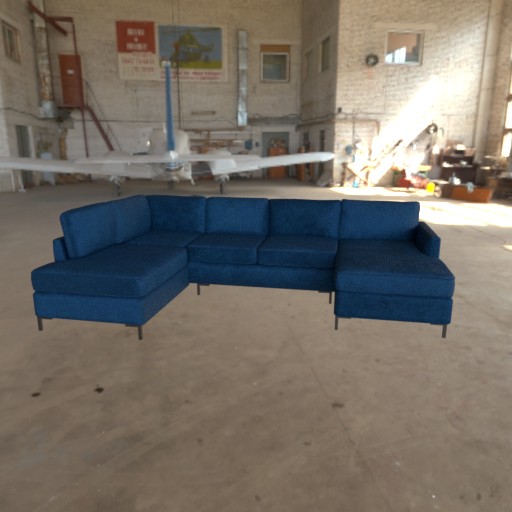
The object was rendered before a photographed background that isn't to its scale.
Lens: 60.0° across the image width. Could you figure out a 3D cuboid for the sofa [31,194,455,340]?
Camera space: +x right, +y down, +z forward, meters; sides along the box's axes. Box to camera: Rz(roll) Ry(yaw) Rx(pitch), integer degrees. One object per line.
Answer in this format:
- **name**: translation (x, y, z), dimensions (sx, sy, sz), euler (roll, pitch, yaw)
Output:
- **sofa**: translation (0.000, 0.000, 4.293), dimensions (3.434, 0.992, 2.055), euler (3, 14, 11)
